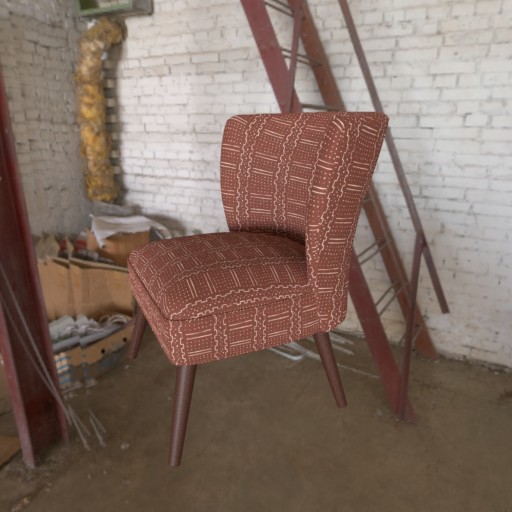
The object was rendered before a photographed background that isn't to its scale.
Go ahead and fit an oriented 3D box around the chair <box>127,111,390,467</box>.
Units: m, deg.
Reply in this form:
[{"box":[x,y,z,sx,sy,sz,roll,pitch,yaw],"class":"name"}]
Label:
[{"box":[0.000,0.000,1.395,0.758,0.866,0.706,-8,19,-24],"class":"chair"}]
